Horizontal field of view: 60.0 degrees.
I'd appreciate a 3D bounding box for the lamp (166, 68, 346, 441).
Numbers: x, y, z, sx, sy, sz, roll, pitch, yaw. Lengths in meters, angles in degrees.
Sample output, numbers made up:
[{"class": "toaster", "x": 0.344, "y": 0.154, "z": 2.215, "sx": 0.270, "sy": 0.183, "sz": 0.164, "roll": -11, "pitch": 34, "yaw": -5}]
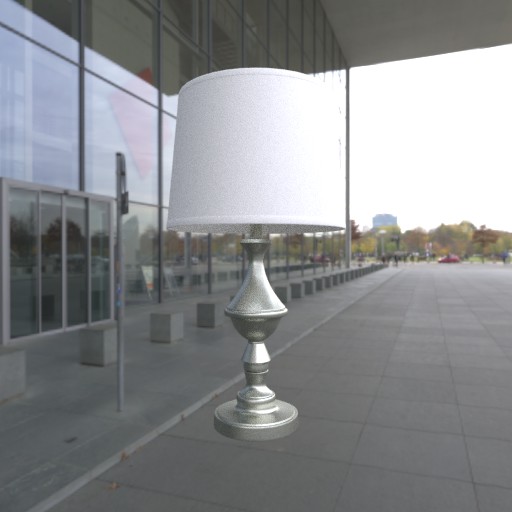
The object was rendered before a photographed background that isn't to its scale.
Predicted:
[{"class": "lamp", "x": 0.000, "y": 0.000, "z": 0.966, "sx": 0.383, "sy": 0.733, "sz": 0.383, "roll": 0, "pitch": 0, "yaw": 0}]
